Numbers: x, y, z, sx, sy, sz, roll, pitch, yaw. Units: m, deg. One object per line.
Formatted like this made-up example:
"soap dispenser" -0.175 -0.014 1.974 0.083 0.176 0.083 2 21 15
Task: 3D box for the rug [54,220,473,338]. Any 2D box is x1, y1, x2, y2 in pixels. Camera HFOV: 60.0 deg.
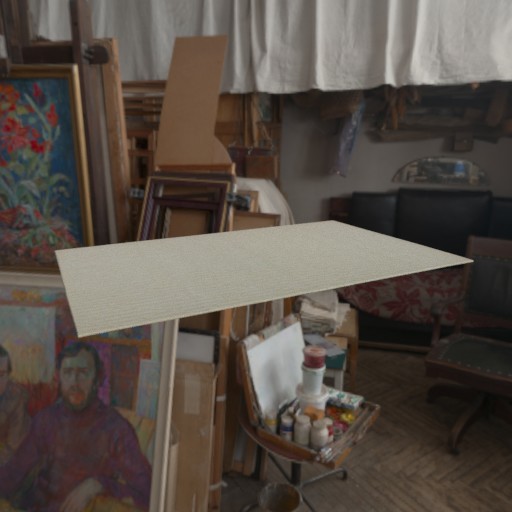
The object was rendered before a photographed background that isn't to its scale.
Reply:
"rug" 0.000 0.000 3.022 2.441 0.014 1.531 -8 18 -26
